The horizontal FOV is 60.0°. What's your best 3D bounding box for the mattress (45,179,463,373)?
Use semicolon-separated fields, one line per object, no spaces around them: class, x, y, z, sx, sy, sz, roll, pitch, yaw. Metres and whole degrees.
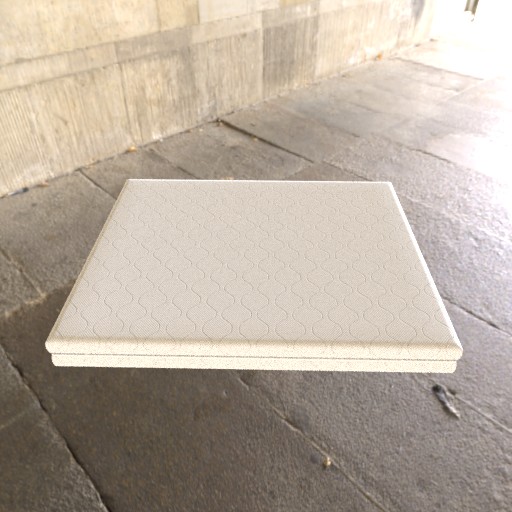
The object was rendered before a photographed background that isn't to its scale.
mattress;0.000;0.000;2.778;2.000;0.200;1.600;1;39;1
